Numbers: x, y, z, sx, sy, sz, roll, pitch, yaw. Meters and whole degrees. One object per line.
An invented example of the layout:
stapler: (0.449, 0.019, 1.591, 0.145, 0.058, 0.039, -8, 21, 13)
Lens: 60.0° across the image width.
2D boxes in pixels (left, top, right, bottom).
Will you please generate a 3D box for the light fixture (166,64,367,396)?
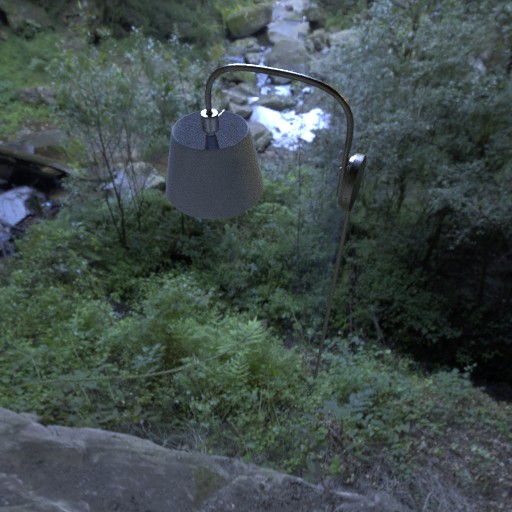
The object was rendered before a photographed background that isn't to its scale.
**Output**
light fixture: (0.000, 0.000, 0.463, 0.176, 0.399, 0.092, 18, 49, 16)
